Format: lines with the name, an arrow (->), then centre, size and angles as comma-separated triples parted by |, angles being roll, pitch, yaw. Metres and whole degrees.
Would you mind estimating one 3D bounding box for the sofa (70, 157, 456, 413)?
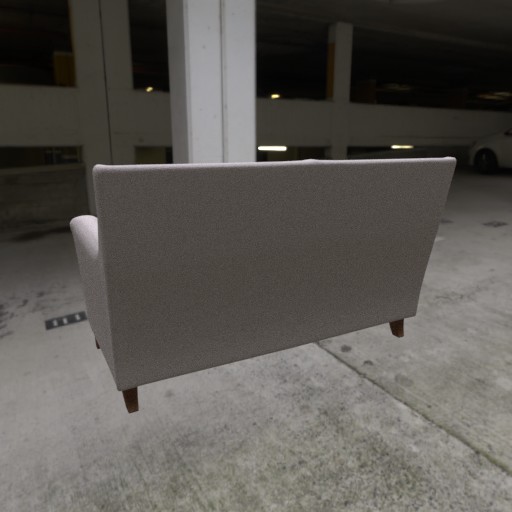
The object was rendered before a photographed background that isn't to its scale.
sofa -> 0.000, 0.000, 2.029 | 1.482, 0.890, 0.888 | -8, 16, -28
